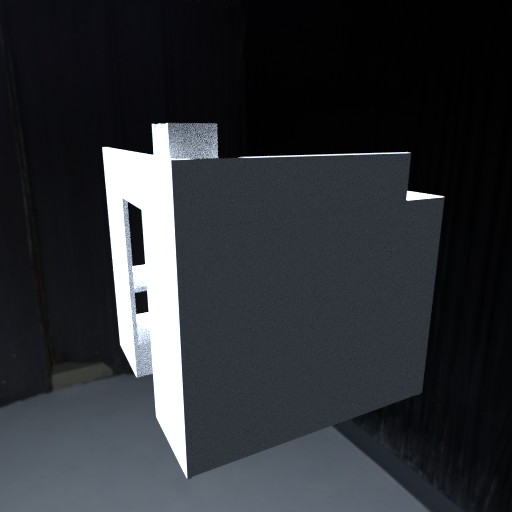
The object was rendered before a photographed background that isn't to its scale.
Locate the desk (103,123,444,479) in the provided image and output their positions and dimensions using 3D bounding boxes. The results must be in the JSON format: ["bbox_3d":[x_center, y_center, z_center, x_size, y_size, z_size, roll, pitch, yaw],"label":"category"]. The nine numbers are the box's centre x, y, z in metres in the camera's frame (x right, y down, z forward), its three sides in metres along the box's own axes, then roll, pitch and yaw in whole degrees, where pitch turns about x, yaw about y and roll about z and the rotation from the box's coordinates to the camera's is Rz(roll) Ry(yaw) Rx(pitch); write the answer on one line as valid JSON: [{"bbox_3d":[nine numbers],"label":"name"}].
[{"bbox_3d":[0.000,0.000,1.753,0.940,0.986,0.940,-8,18,-27],"label":"desk"}]
